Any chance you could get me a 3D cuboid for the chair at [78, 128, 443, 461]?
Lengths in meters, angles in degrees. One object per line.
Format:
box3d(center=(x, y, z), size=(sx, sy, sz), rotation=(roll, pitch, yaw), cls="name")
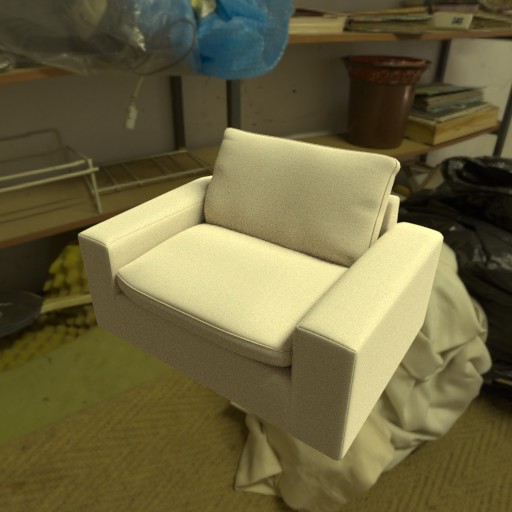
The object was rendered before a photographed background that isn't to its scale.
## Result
box3d(center=(0.000, 0.000, 2.072), size=(1.398, 0.915, 1.039), rotation=(19, 35, 30), cls="chair")
